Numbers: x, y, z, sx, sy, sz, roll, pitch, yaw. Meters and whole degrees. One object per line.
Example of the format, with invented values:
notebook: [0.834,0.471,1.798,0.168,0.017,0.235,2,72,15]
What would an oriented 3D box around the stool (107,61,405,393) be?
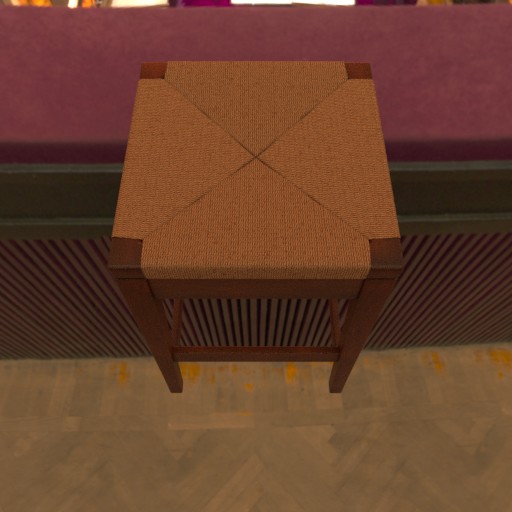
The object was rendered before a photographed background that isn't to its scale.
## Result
stool: [0.000,0.000,1.065,0.497,0.762,0.507,0,63,0]
